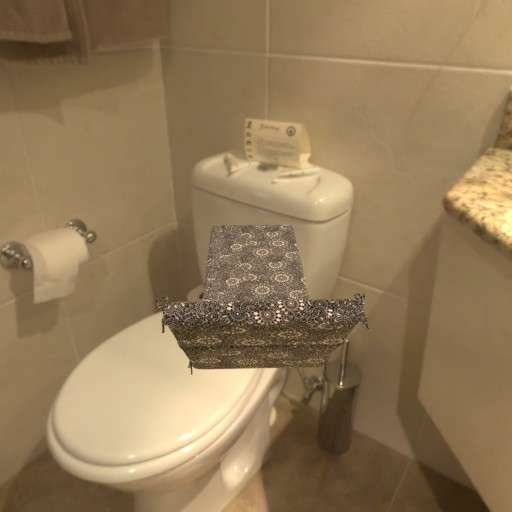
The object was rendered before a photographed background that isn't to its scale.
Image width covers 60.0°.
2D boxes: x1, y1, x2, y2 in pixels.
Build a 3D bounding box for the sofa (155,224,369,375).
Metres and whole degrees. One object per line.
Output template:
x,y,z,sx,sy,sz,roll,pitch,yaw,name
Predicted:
0.000,0.000,1.986,0.582,0.622,1.663,-1,30,-1,sofa
